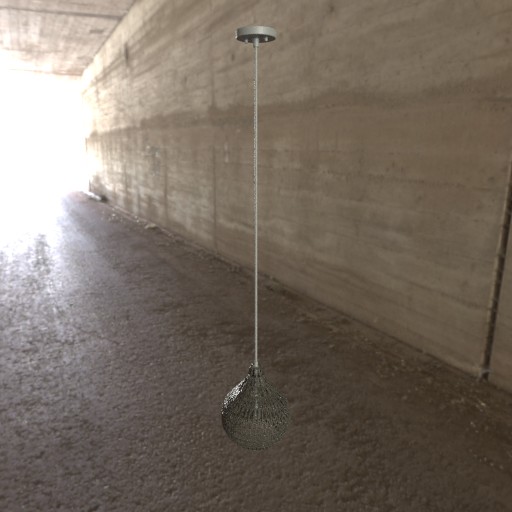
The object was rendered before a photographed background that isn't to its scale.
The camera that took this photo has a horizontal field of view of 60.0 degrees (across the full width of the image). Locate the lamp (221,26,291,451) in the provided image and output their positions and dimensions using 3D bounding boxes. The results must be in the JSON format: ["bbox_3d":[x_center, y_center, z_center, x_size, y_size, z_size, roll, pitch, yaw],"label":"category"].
[{"bbox_3d":[0.000,0.000,2.068,0.355,1.919,0.355,7,16,26],"label":"lamp"}]
